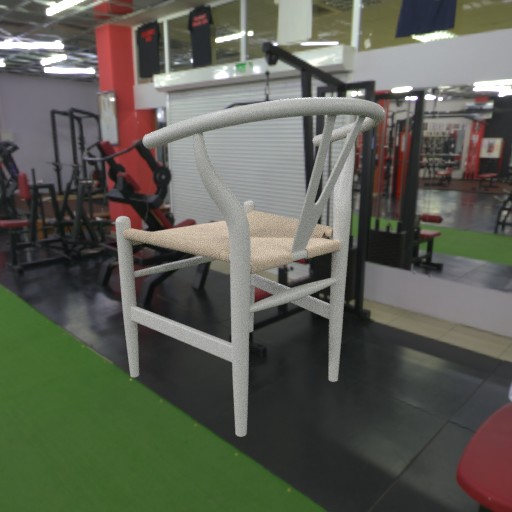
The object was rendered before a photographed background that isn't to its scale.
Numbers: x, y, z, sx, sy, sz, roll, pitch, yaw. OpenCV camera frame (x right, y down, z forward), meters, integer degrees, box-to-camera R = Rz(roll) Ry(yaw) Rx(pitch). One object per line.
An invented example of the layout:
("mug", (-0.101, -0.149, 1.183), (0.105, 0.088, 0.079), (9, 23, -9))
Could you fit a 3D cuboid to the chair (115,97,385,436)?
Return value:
("chair", (0.000, 0.000, 1.137), (0.569, 0.730, 0.579), (-13, 20, -41))
